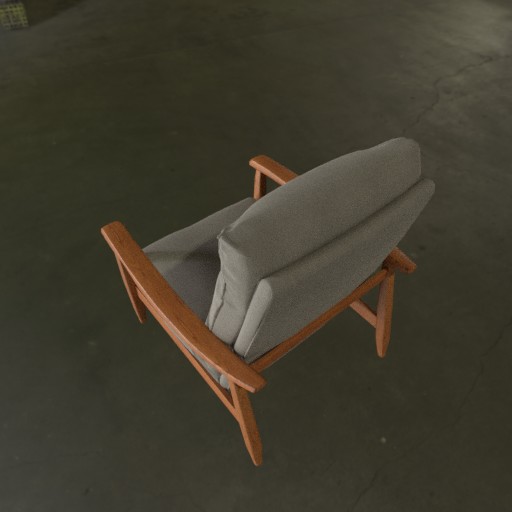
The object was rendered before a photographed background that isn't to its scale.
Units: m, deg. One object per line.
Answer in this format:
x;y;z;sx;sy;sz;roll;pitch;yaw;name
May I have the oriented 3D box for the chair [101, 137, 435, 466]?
0.000;0.000;1.505;0.782;0.922;0.816;-31;52;-27;chair
